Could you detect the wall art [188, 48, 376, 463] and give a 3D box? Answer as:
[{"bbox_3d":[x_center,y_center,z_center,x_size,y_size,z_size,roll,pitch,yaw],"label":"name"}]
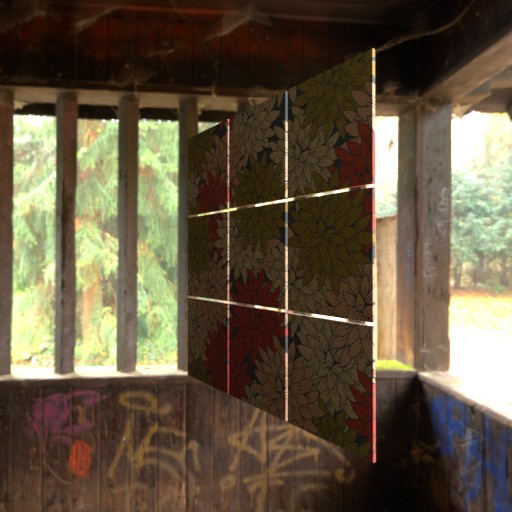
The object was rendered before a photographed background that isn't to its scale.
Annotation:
[{"bbox_3d":[0.000,0.000,1.797,0.013,1.218,1.206,0,0,-35],"label":"wall art"}]
